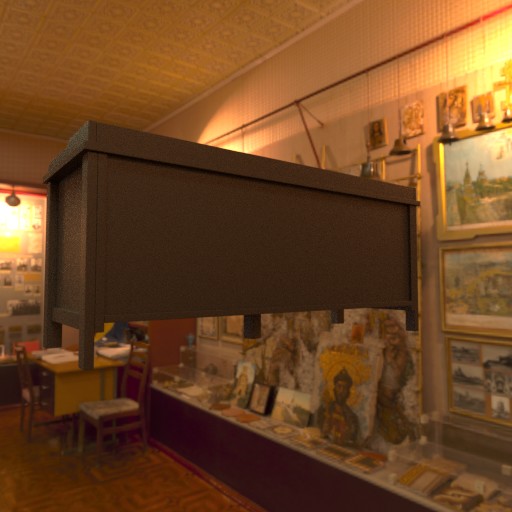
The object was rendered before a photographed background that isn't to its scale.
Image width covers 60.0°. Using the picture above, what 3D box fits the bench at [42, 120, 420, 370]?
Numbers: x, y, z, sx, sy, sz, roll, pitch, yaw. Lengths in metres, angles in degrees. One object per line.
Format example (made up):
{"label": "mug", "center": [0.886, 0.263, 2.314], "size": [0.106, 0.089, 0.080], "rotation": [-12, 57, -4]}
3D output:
{"label": "bench", "center": [0.000, 0.000, 1.364], "size": [1.140, 0.501, 0.398], "rotation": [2, -4, -37]}
